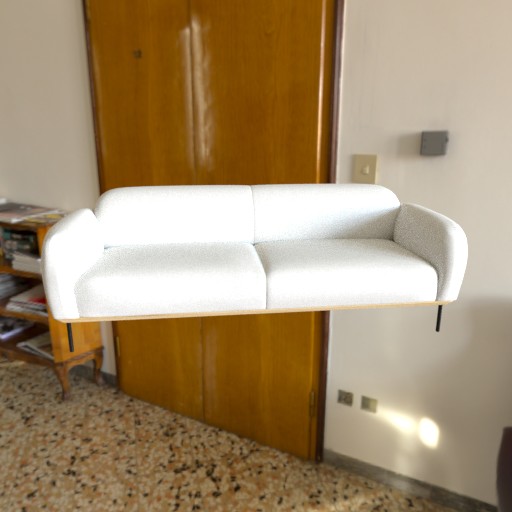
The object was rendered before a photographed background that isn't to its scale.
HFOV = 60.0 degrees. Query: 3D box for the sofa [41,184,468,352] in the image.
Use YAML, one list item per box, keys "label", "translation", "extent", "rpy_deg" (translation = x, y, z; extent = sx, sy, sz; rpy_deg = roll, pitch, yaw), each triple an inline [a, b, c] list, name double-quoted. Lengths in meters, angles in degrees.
- label: "sofa"
  translation: [0.000, 0.000, 2.659]
  extent: [2.257, 0.780, 0.880]
  rpy_deg: [-2, 15, -7]
